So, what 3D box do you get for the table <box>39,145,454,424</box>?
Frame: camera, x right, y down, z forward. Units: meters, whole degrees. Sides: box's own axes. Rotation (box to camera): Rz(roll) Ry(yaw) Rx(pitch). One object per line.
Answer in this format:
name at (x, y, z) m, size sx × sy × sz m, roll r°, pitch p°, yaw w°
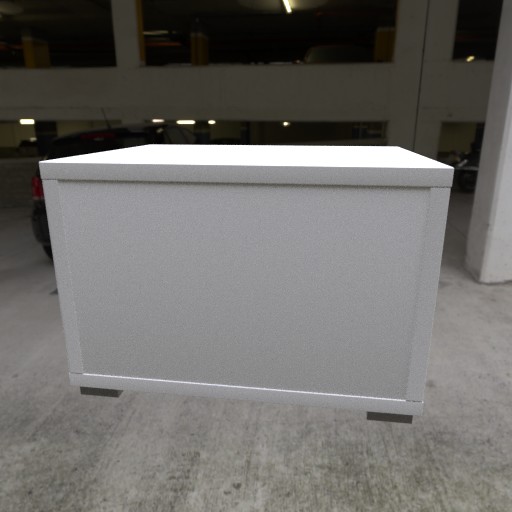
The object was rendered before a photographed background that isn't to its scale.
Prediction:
table at (0.000, 0.000, 0.785) m, size 0.517 × 0.357 × 0.399 m, roll 2°, pitch 17°, yaw 8°
